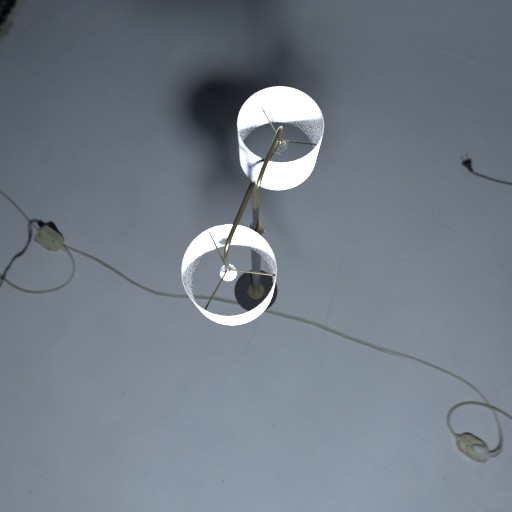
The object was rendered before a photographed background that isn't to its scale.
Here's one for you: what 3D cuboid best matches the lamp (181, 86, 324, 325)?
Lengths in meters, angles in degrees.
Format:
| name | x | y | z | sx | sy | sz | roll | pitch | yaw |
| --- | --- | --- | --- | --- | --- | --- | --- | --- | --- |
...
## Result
| name | x | y | z | sx | sy | sz | roll | pitch | yaw |
| --- | --- | --- | --- | --- | --- | --- | --- | --- | --- |
| lamp | 0.000 | 0.000 | 1.868 | 0.254 | 1.587 | 0.711 | 18 | 75 | 5 |
